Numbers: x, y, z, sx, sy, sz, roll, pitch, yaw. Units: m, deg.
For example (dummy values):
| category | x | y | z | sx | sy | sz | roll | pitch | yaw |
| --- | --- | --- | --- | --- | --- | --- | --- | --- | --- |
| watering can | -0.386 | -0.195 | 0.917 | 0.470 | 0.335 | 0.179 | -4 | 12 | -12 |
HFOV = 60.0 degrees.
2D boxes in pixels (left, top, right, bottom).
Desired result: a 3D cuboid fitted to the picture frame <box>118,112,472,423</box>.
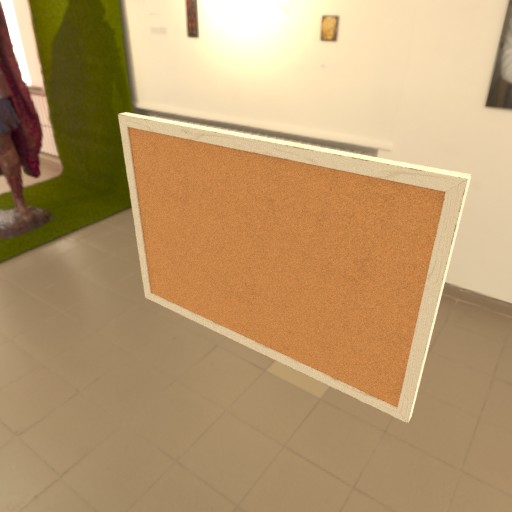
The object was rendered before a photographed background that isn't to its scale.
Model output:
| category | x | y | z | sx | sy | sz | roll | pitch | yaw |
| --- | --- | --- | --- | --- | --- | --- | --- | --- | --- |
| picture frame | 0.000 | 0.000 | 1.201 | 0.950 | 0.640 | 0.029 | 19 | 35 | 30 |
